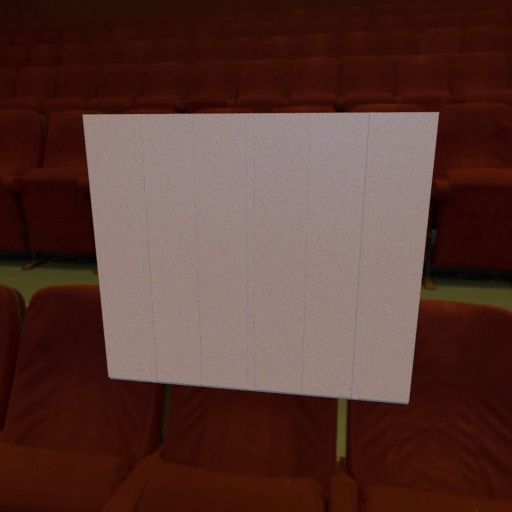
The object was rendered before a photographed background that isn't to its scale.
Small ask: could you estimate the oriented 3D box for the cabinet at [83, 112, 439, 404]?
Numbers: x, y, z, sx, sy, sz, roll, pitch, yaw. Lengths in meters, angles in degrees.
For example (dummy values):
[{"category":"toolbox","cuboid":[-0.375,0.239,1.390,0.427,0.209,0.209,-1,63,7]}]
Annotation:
[{"category":"cabinet","cuboid":[0.000,0.000,3.910,2.700,2.370,0.590,2,16,8]}]
